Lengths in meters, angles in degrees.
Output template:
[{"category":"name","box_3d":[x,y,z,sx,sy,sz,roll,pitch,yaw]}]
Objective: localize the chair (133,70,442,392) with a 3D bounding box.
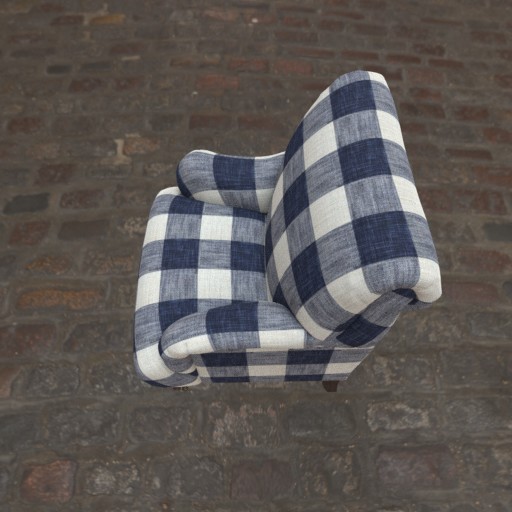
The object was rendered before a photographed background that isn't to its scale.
[{"category":"chair","box_3d":[0.000,0.000,1.528,0.848,0.953,0.781,-1,58,-1]}]
